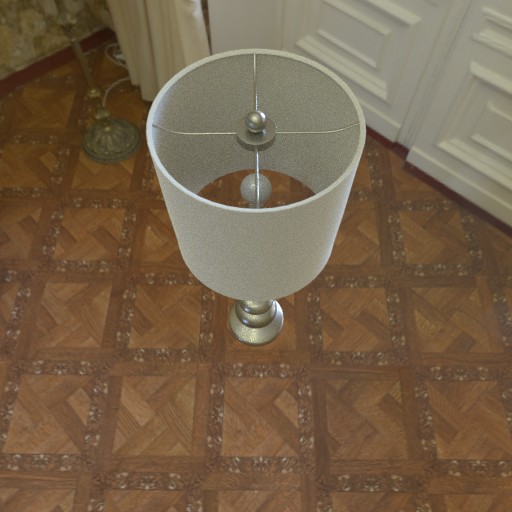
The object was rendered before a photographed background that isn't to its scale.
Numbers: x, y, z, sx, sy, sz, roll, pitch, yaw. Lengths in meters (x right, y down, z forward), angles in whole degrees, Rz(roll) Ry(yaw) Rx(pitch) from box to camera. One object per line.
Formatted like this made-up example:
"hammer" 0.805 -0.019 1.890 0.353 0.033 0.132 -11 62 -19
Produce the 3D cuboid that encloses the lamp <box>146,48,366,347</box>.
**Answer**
"lamp" 0.000 0.000 0.807 0.254 0.690 0.254 -1 62 0
